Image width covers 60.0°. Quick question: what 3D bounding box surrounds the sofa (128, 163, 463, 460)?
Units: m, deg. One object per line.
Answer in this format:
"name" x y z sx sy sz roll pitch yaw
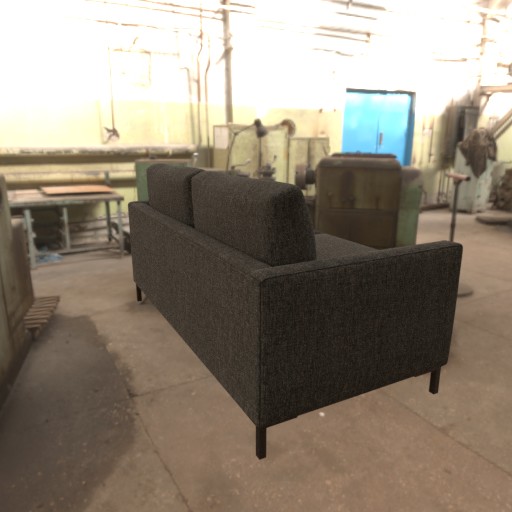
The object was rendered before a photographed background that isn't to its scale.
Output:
"sofa" 0.000 0.000 2.193 0.866 0.862 1.716 -8 17 -27
